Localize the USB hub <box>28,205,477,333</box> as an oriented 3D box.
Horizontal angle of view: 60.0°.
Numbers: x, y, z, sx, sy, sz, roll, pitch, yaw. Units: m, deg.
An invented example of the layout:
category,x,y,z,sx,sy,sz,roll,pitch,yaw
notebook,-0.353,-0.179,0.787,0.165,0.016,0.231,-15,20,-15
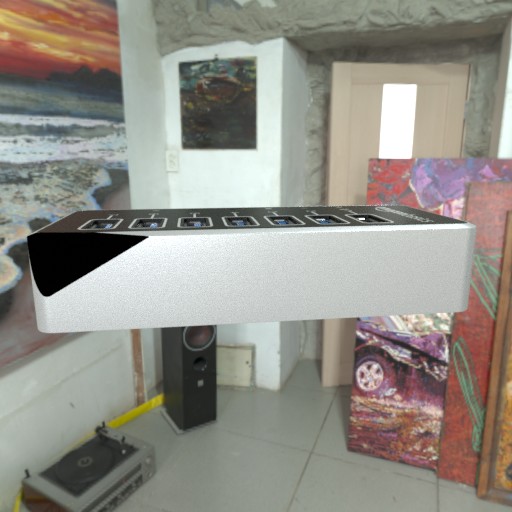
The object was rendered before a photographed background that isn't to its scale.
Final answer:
category,x,y,z,sx,sy,sz,roll,pitch,yaw
USB hub,0.000,0.000,0.127,0.110,0.023,0.044,-2,13,-8
